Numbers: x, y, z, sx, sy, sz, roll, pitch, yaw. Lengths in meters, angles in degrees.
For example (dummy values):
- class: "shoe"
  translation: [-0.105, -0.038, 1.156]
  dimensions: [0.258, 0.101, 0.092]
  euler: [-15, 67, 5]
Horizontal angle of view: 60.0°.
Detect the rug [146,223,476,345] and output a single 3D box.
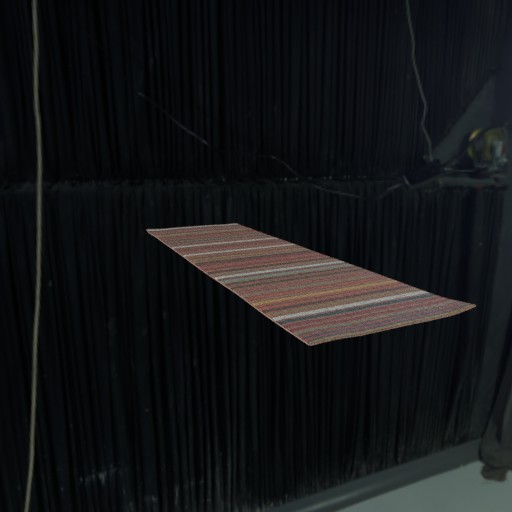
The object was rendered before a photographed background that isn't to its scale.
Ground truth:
- class: "rug"
  translation: [0.000, 0.000, 2.683]
  dimensions: [0.799, 0.030, 2.444]
  euler: [-6, 15, -25]
